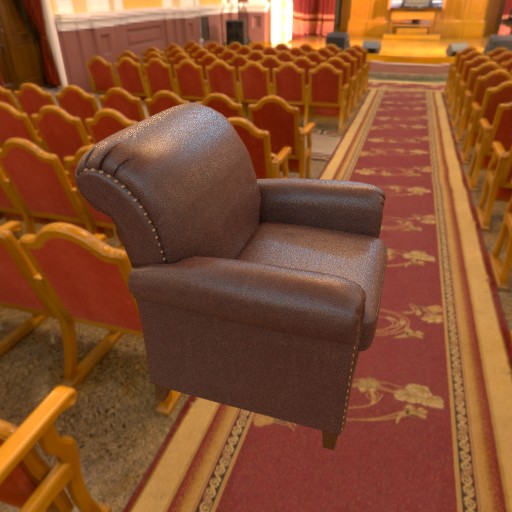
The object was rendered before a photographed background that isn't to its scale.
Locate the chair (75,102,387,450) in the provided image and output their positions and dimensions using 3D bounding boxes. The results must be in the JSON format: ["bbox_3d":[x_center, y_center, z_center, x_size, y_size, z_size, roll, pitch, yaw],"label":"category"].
[{"bbox_3d":[0.000,0.000,1.578,0.890,0.927,0.854,10,32,16],"label":"chair"}]
